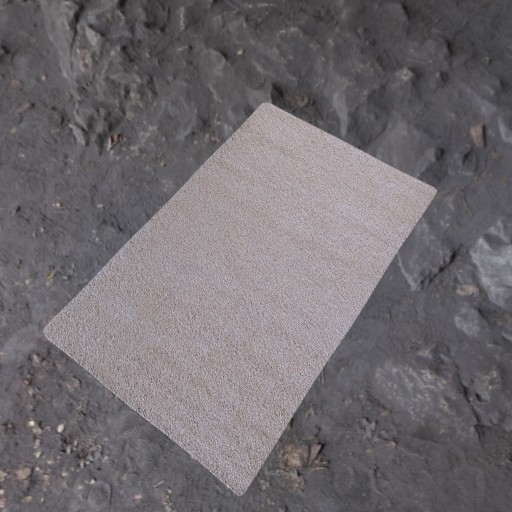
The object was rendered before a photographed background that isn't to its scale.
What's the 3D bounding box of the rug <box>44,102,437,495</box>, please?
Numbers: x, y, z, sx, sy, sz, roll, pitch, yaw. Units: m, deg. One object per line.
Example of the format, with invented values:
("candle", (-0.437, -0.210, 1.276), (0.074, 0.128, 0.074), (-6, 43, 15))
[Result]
("rug", (0.000, 0.000, 2.898), (1.500, 0.026, 2.349), (32, 67, 16))
